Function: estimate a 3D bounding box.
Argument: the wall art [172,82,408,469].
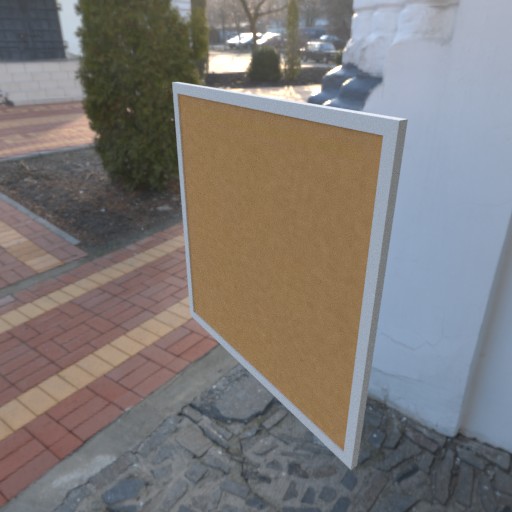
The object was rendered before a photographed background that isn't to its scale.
[{"bbox_3d":[0.000,0.000,0.667,0.012,0.457,0.457,-18,31,-31],"label":"wall art"}]
